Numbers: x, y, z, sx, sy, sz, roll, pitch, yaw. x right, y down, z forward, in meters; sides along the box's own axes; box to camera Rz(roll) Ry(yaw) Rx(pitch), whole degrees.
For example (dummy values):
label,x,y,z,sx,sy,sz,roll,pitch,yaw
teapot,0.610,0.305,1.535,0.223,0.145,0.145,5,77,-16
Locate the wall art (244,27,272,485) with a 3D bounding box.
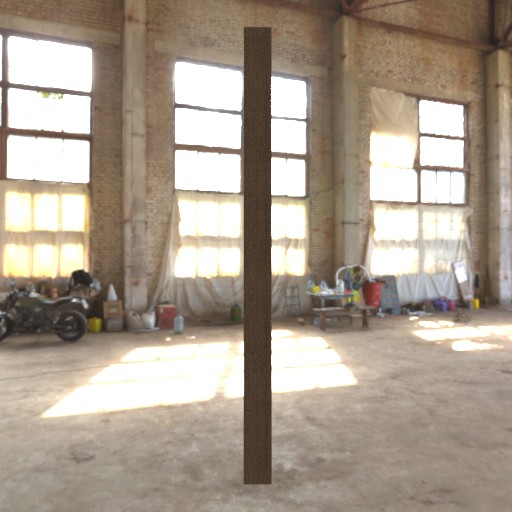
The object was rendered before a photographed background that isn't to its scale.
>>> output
label,x,y,z,sx,sy,sz,roll,pitch,yaw
wall art,0.000,0.000,0.670,0.031,0.509,0.356,0,0,-1
